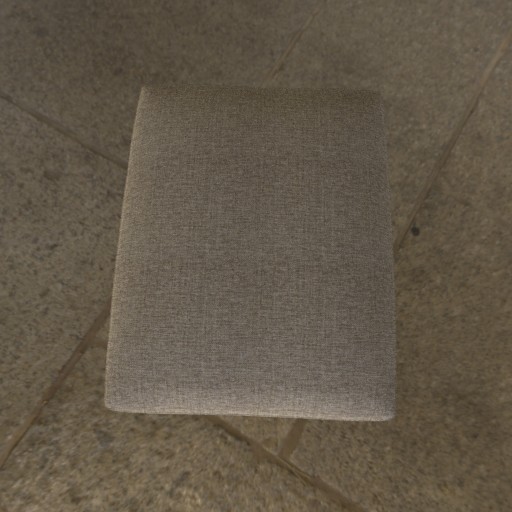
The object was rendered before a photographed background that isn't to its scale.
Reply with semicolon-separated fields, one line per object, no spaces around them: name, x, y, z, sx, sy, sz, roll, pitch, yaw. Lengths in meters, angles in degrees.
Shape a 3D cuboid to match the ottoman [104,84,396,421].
ottoman;0.000;0.000;1.118;0.584;0.513;0.741;2;75;1
